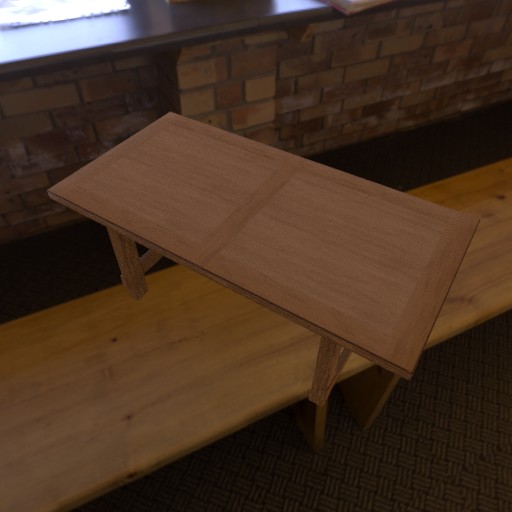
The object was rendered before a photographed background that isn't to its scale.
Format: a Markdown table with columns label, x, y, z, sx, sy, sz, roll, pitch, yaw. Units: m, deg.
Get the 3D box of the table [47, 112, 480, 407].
| label | x | y | z | sx | sy | sz | roll | pitch | yaw |
| --- | --- | --- | --- | --- | --- | --- | --- | --- | --- |
| table | 0.000 | 0.000 | 2.528 | 1.982 | 0.762 | 1.000 | 25 | 51 | 22 |
